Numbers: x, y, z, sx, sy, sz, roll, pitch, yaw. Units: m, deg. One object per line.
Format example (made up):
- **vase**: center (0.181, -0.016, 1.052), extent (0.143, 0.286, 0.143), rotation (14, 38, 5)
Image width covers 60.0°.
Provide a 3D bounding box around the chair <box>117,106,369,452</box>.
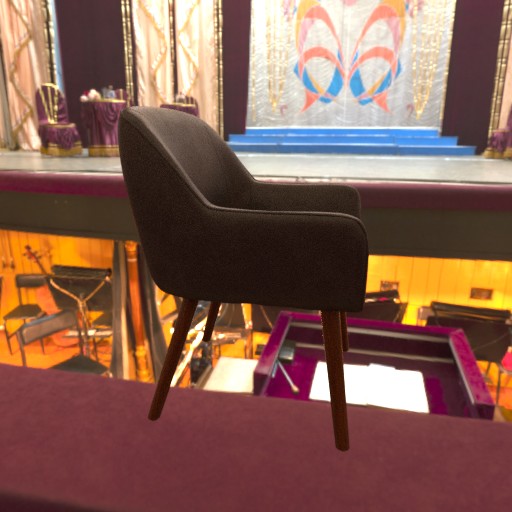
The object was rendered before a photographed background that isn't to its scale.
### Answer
- **chair**: center (0.000, 0.000, 1.296), extent (0.610, 0.828, 0.610), rotation (3, 16, 11)
